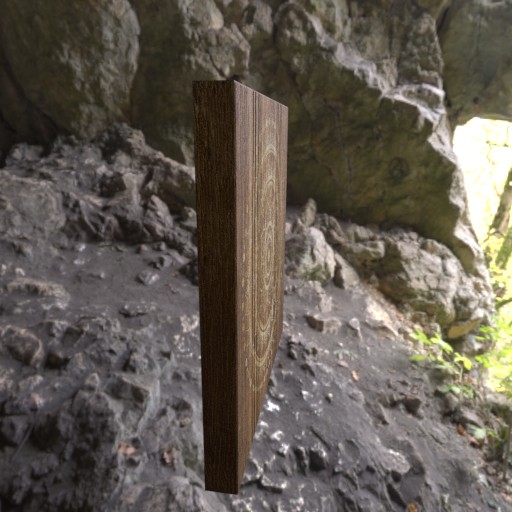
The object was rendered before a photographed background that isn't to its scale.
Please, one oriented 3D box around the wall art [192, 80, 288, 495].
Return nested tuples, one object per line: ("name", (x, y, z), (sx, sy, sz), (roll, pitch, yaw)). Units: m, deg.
("wall art", (0.000, 0.000, 0.600), (0.039, 0.403, 0.406), (3, 16, 9))
